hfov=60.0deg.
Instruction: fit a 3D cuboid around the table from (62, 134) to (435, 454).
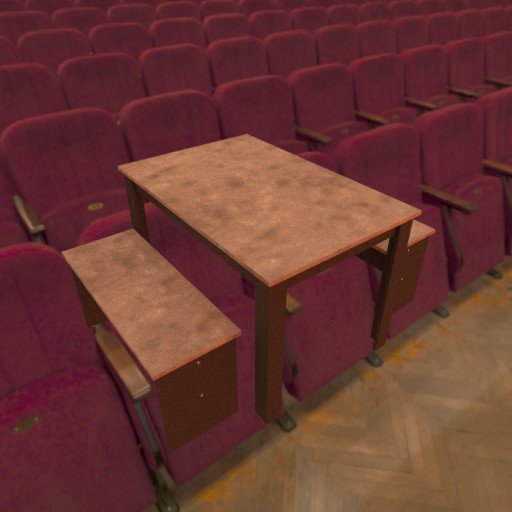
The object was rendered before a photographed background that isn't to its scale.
[{"bbox_3d":[0.000,0.000,2.029,1.443,0.700,1.100,-23,40,-30],"label":"table"}]
